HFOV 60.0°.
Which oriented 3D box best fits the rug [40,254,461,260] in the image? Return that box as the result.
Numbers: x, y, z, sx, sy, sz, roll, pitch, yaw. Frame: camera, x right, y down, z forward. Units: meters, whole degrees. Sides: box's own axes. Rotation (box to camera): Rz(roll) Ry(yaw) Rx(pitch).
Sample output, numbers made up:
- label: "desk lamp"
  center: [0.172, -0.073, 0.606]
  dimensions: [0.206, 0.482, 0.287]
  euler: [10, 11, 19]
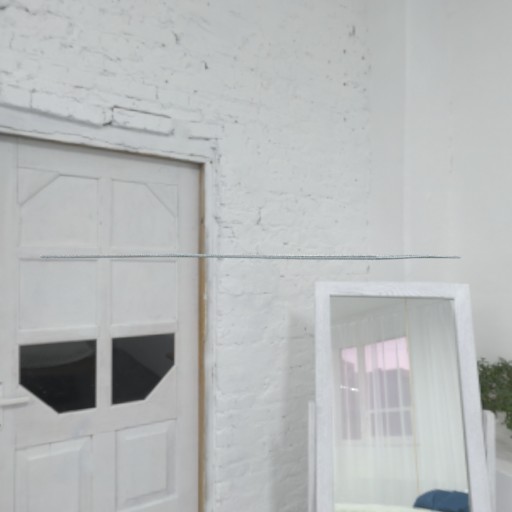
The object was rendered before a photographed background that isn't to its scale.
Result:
- label: "rug"
  center: [0.000, 0.000, 4.243]
  dimensions: [3.237, 0.046, 2.461]
  euler: [0, 0, 35]
